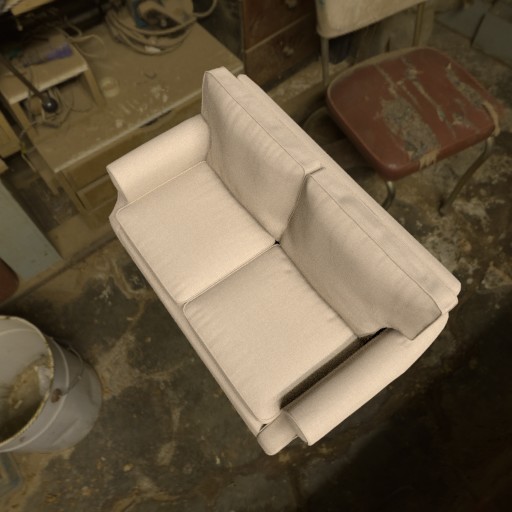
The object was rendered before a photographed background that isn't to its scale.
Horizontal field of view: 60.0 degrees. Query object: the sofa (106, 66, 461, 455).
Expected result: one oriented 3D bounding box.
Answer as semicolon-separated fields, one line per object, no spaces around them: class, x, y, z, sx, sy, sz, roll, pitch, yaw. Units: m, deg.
sofa;0.000;0.000;2.174;0.964;0.937;1.665;-34;68;-16
